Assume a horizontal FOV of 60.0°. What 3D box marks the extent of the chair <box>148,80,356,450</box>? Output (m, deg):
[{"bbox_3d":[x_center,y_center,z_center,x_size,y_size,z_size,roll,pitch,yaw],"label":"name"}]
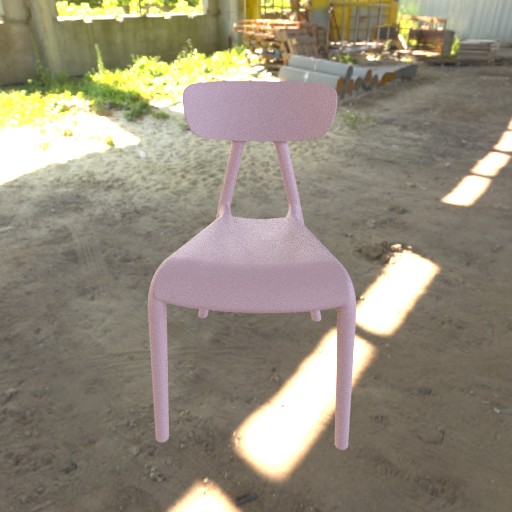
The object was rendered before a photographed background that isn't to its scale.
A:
[{"bbox_3d":[0.000,0.000,0.846,0.356,0.580,0.401,1,29,2],"label":"chair"}]
